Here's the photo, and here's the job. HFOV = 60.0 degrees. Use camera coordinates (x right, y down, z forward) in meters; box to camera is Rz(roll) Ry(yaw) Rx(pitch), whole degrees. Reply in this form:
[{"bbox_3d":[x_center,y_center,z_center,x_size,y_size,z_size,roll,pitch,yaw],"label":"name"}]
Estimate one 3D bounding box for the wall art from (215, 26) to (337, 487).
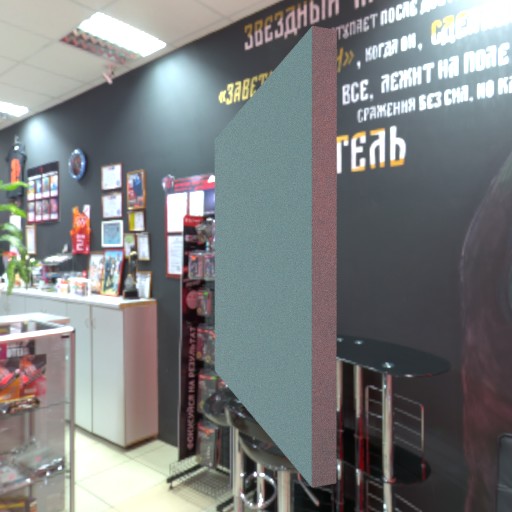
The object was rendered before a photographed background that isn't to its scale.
[{"bbox_3d":[0.000,0.000,0.871,0.036,0.603,0.603,0,0,-17],"label":"wall art"}]
